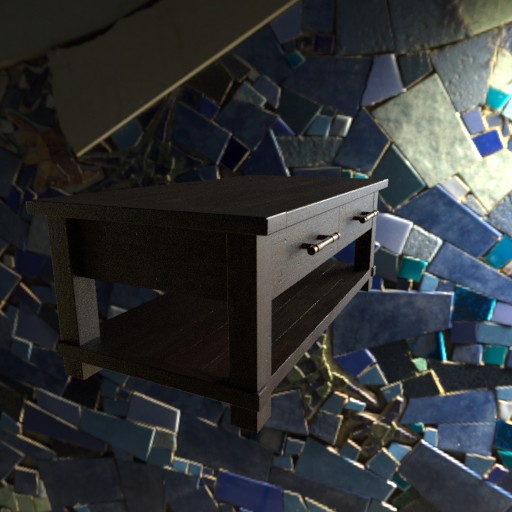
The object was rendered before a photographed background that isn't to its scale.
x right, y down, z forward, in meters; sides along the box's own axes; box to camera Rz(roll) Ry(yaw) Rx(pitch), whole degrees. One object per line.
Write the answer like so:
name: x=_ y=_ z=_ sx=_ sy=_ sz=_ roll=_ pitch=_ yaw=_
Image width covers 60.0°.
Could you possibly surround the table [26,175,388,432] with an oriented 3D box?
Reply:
table: x=0.000 y=0.000 z=1.592 sx=0.700 sy=0.494 sz=1.270 roll=7 pitch=15 yaw=25
